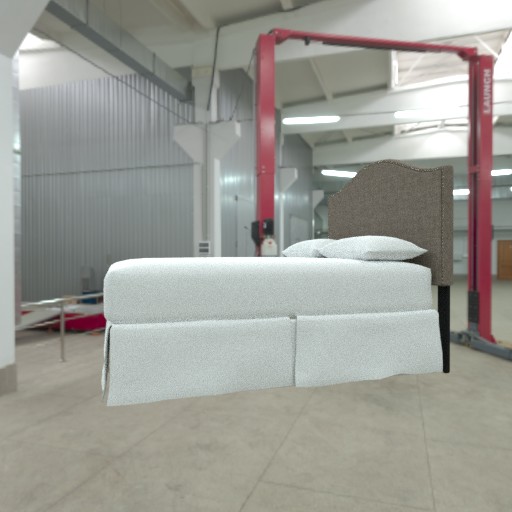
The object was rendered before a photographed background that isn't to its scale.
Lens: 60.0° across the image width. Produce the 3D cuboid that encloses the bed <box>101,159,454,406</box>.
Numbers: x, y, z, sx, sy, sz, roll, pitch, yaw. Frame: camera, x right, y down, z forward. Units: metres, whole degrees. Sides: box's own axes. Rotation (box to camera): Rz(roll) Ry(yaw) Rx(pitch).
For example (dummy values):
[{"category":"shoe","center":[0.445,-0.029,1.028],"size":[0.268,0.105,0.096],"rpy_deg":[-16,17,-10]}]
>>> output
[{"category":"bed","center":[0.000,0.000,3.286],"size":[2.153,1.518,1.713],"rpy_deg":[0,0,-17]}]
